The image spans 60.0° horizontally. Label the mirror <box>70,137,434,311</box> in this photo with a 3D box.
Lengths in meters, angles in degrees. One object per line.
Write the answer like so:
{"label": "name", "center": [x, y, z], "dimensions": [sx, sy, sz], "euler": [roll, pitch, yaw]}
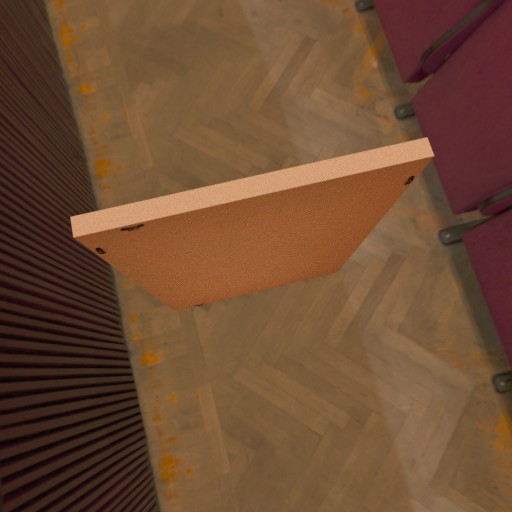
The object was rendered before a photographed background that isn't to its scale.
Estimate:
{"label": "mirror", "center": [0.000, 0.000, 1.173], "dimensions": [0.609, 0.915, 0.041], "euler": [-13, 76, -3]}
